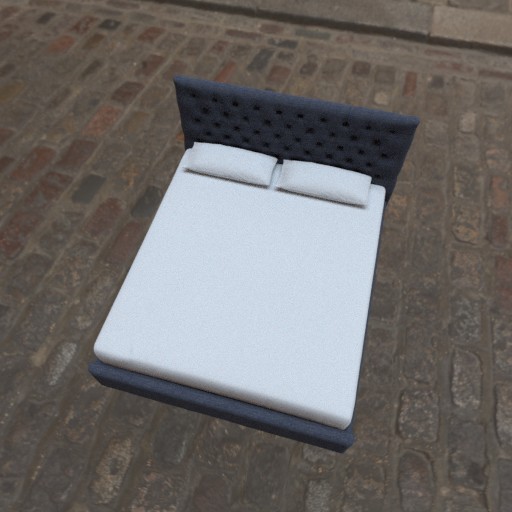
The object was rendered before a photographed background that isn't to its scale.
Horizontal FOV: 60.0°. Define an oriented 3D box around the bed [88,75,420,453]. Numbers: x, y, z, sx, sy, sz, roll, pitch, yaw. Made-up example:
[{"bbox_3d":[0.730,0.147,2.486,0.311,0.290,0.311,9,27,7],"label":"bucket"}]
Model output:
[{"bbox_3d":[0.000,0.000,3.637,2.078,1.427,2.387,13,59,8],"label":"bed"}]
